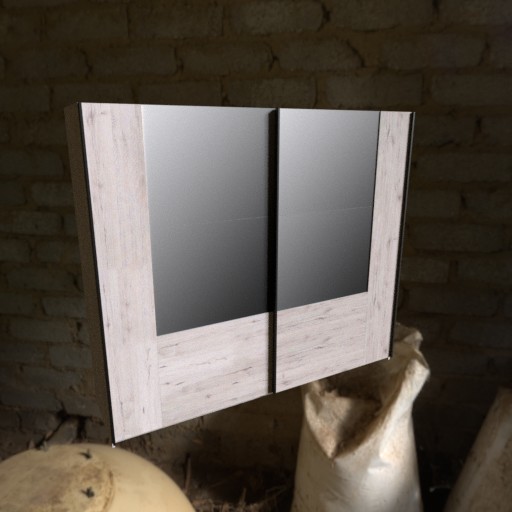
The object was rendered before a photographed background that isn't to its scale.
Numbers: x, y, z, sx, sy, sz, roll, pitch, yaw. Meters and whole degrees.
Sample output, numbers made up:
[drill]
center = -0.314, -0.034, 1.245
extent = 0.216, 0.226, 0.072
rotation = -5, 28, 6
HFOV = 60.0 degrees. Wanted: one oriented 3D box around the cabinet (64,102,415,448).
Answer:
[cabinet]
center = 0.000, 0.000, 3.486
extent = 2.500, 2.180, 0.660
rotation = -8, 18, -27
